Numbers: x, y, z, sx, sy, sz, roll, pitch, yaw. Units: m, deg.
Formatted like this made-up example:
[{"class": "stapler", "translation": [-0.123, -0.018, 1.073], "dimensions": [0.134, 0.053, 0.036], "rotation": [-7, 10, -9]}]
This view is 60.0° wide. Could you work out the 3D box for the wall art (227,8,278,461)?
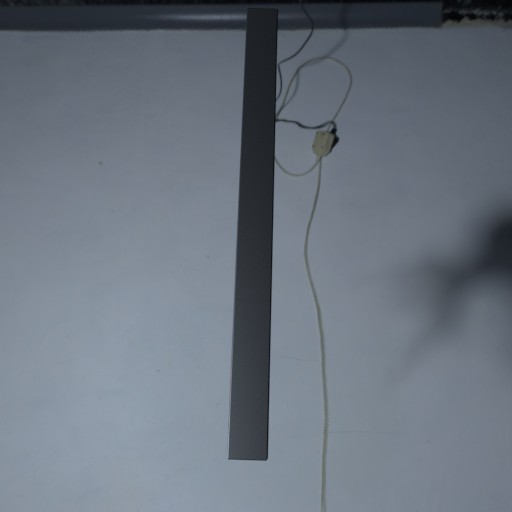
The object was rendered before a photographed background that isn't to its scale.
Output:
[{"class": "wall art", "translation": [0.000, 0.000, 0.514], "dimensions": [0.028, 0.330, 0.380], "rotation": [2, 75, 0]}]
